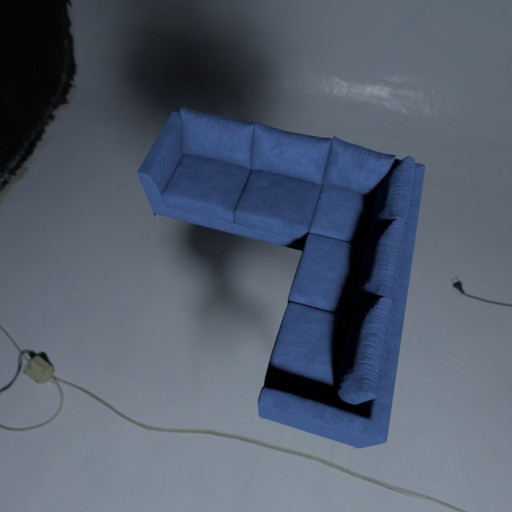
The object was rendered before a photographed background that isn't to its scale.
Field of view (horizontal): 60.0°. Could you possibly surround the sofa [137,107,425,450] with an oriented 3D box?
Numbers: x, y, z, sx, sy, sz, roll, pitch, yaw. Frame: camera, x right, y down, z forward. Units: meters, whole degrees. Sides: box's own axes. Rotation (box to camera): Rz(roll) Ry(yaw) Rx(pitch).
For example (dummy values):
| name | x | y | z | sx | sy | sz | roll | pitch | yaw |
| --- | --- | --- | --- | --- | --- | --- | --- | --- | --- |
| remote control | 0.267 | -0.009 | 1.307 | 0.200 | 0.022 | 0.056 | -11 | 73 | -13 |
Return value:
| name | x | y | z | sx | sy | sz | roll | pitch | yaw |
| --- | --- | --- | --- | --- | --- | --- | --- | --- | --- |
| sofa | 0.000 | 0.000 | 3.804 | 2.472 | 0.988 | 2.463 | 15 | 60 | 9 |
